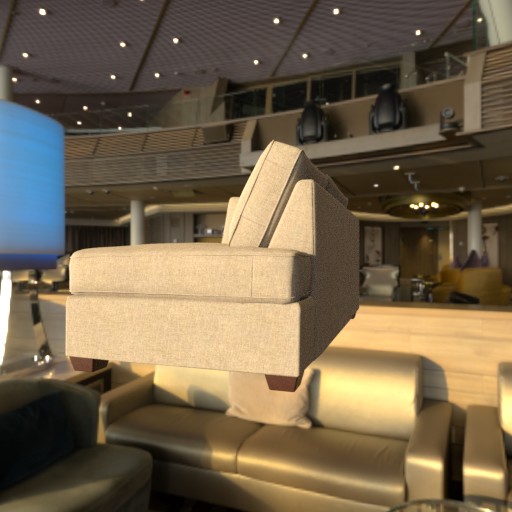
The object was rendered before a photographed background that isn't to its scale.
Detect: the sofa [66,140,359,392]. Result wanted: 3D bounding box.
[{"bbox_3d":[0.000,0.000,2.810,1.110,1.019,2.238,0,0,18],"label":"sofa"}]
